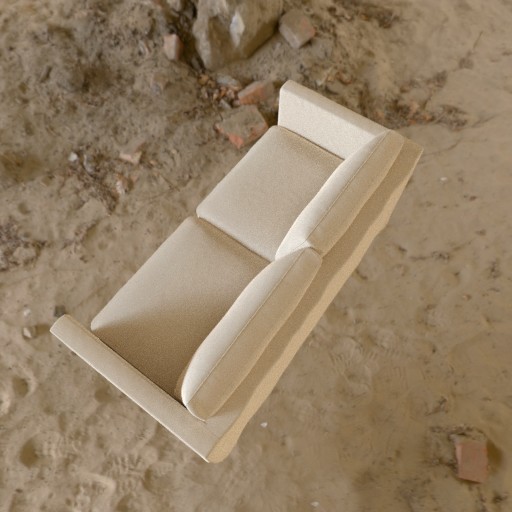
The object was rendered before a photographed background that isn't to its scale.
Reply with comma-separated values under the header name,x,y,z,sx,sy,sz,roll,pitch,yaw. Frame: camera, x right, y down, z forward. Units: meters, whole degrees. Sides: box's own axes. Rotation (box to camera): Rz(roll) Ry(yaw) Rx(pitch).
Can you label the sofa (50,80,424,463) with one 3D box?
name,x,y,z,sx,sy,sz,roll,pitch,yaw
sofa,0.000,0.000,2.497,0.940,0.870,1.987,33,68,15
